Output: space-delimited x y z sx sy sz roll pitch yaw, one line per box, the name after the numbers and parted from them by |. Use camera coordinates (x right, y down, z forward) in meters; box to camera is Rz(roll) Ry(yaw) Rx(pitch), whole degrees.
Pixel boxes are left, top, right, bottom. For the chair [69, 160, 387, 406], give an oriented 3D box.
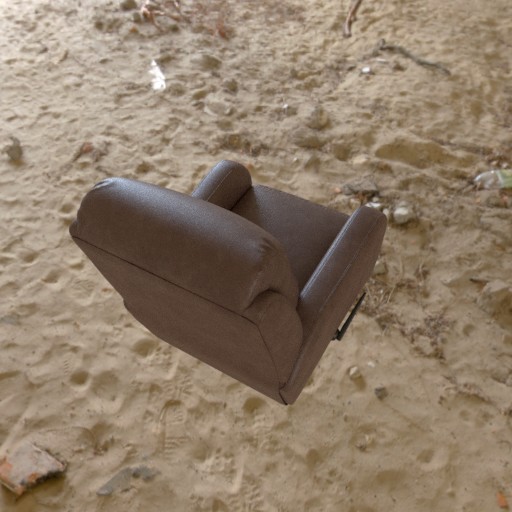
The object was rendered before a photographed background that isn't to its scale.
0.000 0.000 1.805 0.865 1.067 1.067 23 50 20 | chair
